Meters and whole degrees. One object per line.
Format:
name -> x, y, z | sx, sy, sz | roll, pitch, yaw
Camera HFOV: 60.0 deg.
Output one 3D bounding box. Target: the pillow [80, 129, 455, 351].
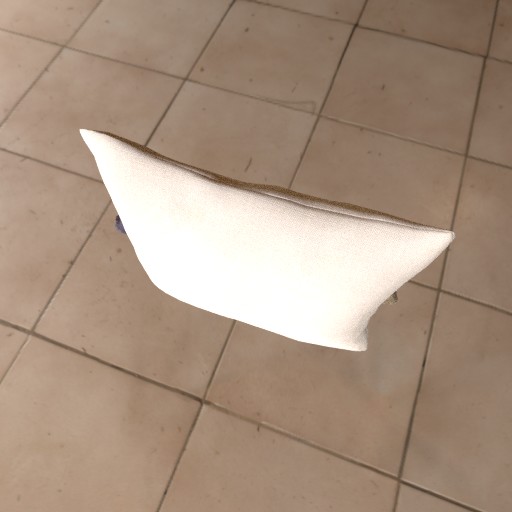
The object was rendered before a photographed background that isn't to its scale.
pillow -> 0.000, 0.000, 0.738 | 0.489, 0.481, 0.165 | 17, 65, 8
